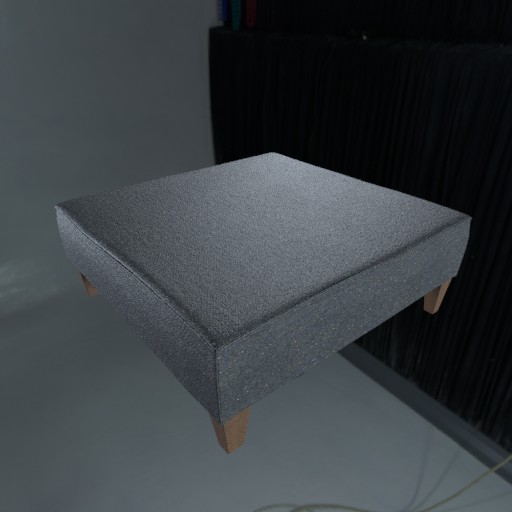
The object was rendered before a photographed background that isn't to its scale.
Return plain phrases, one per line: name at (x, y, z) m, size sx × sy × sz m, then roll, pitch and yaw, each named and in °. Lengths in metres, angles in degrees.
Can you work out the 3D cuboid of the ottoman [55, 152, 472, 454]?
ottoman at (0.000, 0.000, 1.533) m, size 1.004 × 0.382 × 0.968 m, roll -22°, pitch 35°, yaw -34°
